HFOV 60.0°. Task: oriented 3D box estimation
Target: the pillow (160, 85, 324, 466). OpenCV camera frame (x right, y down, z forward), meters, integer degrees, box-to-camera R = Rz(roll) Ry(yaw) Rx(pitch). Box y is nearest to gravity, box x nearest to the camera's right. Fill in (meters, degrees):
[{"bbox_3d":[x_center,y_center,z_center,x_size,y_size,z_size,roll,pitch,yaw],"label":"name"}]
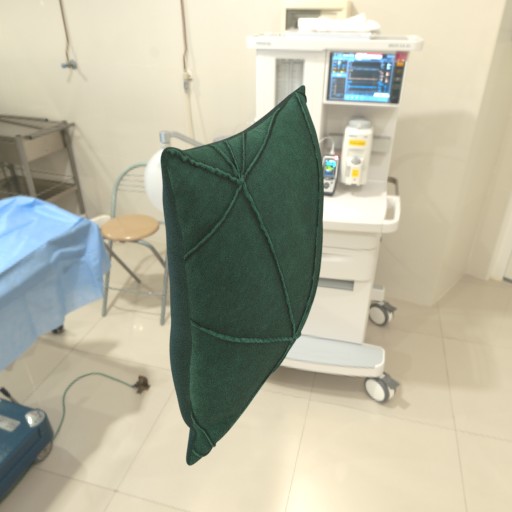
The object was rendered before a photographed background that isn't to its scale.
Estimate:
[{"bbox_3d":[0.000,0.000,0.671,0.184,0.440,0.439,12,32,19],"label":"pillow"}]
